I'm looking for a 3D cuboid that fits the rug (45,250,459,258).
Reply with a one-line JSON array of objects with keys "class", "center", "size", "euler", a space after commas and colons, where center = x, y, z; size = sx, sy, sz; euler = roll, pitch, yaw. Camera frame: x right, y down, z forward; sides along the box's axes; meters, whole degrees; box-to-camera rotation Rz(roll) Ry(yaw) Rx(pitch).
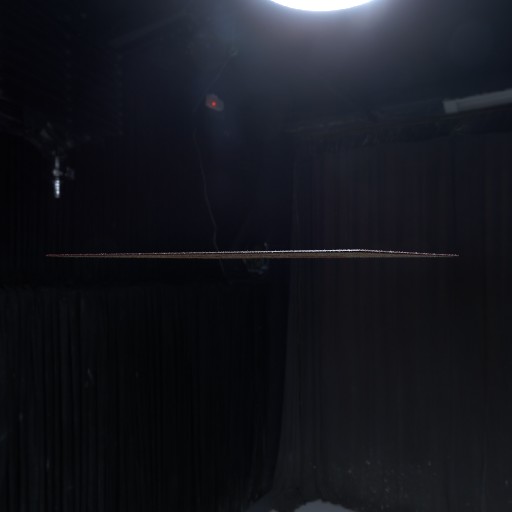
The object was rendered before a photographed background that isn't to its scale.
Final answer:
[{"class": "rug", "center": [0.000, 0.000, 4.136], "size": [3.053, 0.013, 2.387], "euler": [-1, -1, 36]}]
